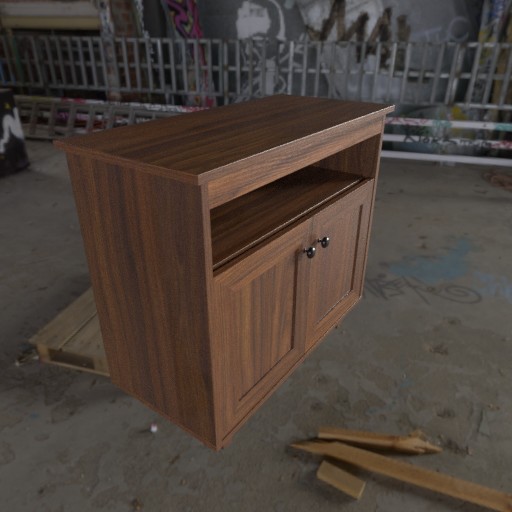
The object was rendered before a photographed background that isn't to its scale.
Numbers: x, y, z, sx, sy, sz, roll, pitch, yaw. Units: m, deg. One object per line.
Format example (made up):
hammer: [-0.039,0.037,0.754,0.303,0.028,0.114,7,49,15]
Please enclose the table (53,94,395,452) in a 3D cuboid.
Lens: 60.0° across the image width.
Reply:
table: [0.000,0.000,1.212,0.390,0.725,0.802,19,33,32]
